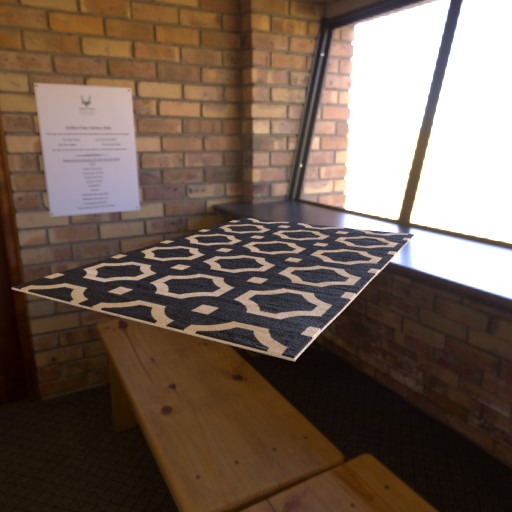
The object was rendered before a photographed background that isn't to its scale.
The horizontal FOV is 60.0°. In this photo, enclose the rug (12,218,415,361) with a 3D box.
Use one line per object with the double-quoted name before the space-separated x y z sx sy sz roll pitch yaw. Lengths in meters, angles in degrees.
"rug" 0.000 0.000 2.834 1.555 0.016 2.286 8 17 28
